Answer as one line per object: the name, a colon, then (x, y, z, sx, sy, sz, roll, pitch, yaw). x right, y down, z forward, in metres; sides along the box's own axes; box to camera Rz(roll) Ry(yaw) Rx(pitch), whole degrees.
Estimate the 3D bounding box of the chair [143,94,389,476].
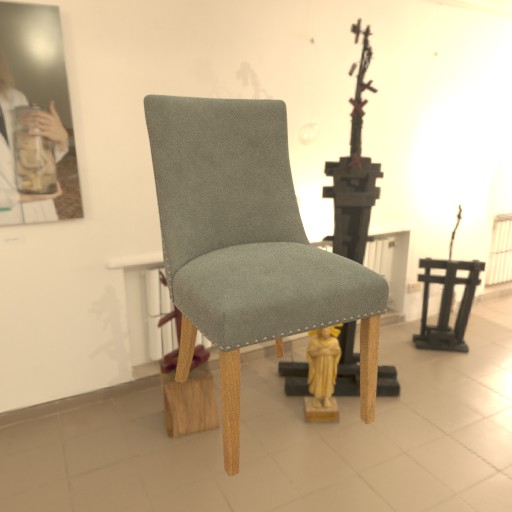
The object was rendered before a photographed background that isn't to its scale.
chair: (0.000, 0.000, 1.282, 0.495, 0.902, 0.610, -8, 17, -27)
